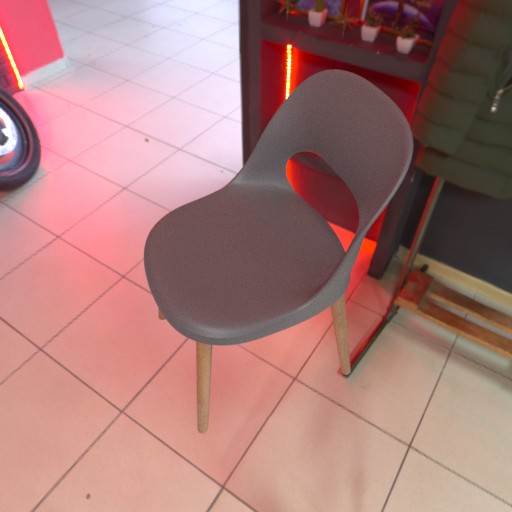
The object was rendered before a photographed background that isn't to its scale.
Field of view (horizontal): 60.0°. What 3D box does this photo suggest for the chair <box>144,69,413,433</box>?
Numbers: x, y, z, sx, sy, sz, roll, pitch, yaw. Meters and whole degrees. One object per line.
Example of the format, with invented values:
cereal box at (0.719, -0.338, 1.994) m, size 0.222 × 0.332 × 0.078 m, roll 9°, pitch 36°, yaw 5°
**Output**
chair at (0.000, 0.000, 1.140) m, size 0.556 × 0.795 × 0.470 m, roll -18°, pitch 50°, yaw -16°
